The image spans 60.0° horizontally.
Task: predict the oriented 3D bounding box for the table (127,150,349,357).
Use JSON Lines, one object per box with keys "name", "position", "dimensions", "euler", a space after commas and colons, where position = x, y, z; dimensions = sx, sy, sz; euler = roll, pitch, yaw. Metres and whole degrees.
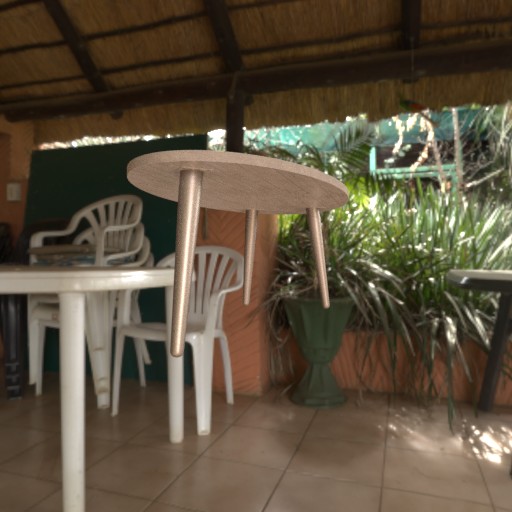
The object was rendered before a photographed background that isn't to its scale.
{"name": "table", "position": [0.000, 0.000, 1.340], "dimensions": [0.542, 0.390, 1.083], "euler": [0, 0, 17]}
